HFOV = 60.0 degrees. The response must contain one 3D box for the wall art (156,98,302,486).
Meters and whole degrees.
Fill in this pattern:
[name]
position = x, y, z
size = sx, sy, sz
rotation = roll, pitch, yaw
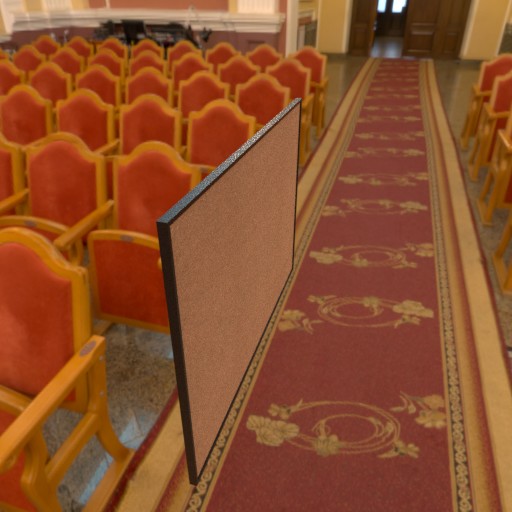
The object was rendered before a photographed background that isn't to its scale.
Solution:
[wall art]
position = 0.000, 0.000, 1.226
size = 0.019, 0.660, 0.957
rotation = 9, 32, 15
